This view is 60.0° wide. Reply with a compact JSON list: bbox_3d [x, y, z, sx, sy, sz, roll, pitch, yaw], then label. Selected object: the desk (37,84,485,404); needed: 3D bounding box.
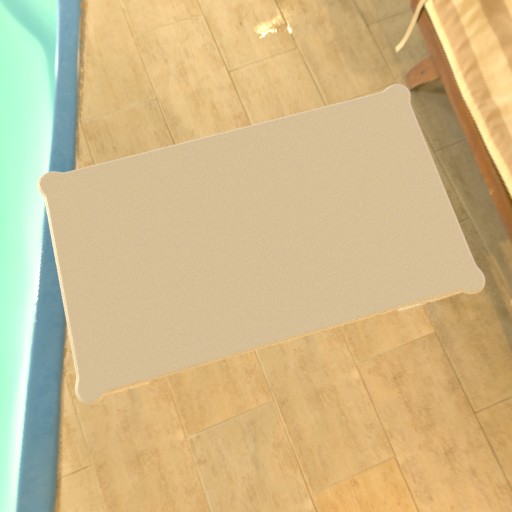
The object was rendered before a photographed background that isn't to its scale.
[{"bbox_3d":[0.000,0.000,1.865,1.380,0.762,0.807,-15,77,-4],"label":"desk"}]
